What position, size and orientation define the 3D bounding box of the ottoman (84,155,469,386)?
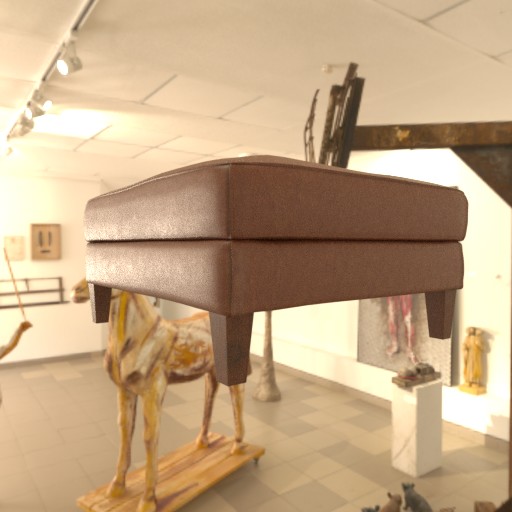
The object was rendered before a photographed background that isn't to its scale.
[{"bbox_3d":[0.000,0.000,1.426,0.836,0.472,0.987,-1,2,-36],"label":"ottoman"}]
